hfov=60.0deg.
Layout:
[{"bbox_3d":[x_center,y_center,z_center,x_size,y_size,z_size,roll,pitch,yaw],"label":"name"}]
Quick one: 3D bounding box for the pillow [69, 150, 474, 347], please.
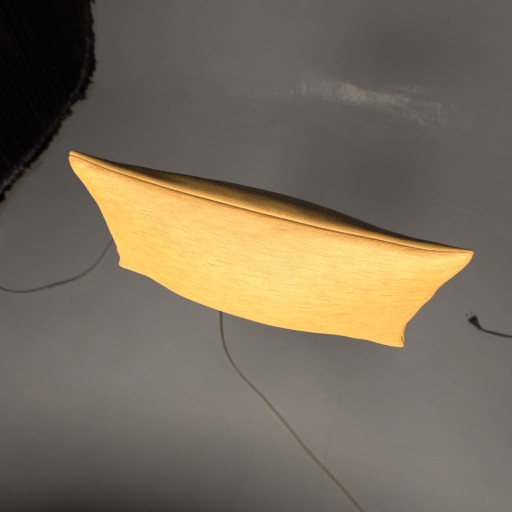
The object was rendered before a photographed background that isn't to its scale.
[{"bbox_3d":[0.000,0.000,0.805,0.634,0.354,0.210,15,60,9],"label":"pillow"}]
